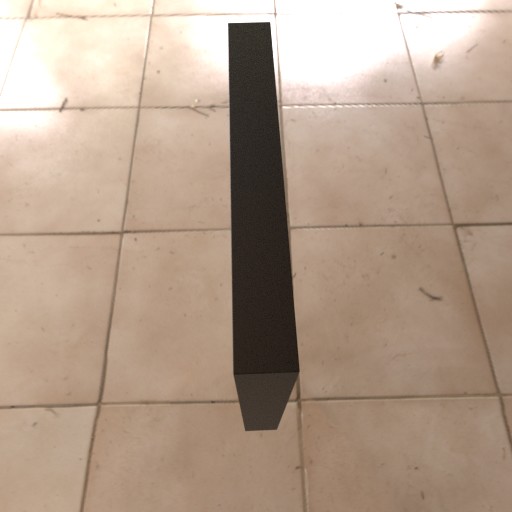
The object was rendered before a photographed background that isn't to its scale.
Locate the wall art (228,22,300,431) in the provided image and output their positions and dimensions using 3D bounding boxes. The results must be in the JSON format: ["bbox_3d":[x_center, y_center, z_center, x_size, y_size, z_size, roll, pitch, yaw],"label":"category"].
[{"bbox_3d":[0.000,0.000,0.453,0.038,0.304,0.304,-2,63,-1],"label":"wall art"}]
